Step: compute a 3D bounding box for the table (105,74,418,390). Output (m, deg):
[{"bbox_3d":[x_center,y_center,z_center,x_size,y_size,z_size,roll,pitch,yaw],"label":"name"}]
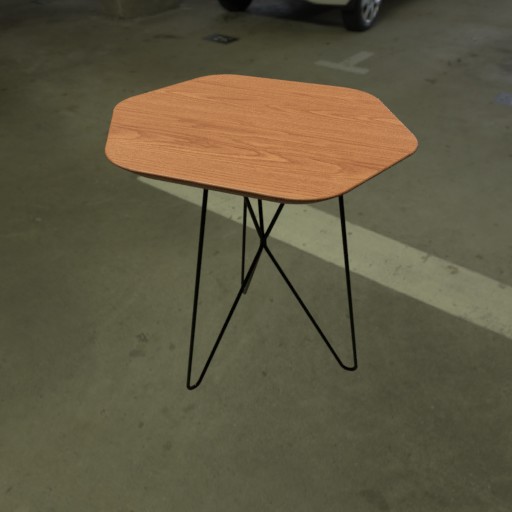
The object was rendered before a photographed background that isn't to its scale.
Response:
[{"bbox_3d":[0.000,0.000,0.888,0.500,0.562,0.400,13,42,14],"label":"table"}]
